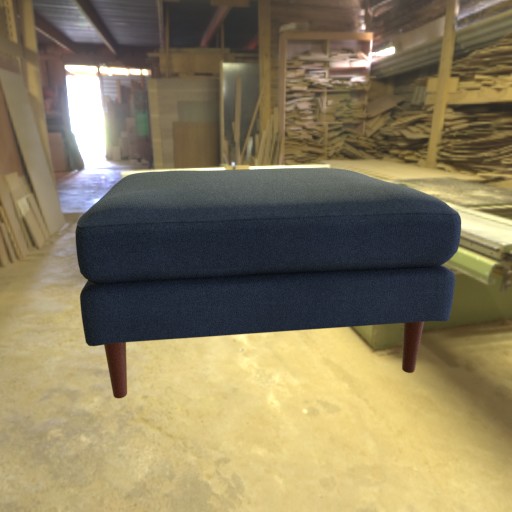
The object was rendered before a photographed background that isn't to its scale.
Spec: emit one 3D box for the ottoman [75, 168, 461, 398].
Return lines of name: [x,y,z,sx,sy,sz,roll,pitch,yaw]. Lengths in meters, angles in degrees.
ottoman: [0.000,0.000,1.265,0.821,0.474,0.693,-3,17,-8]
